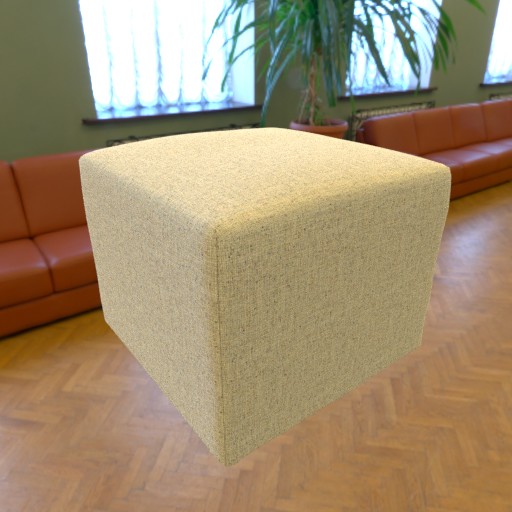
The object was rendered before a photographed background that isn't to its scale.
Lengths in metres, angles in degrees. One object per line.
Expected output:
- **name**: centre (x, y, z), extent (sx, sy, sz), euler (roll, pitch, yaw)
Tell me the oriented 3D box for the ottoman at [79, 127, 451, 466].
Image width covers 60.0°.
- **ottoman**: centre (0.000, 0.000, 0.906), extent (0.512, 0.453, 0.521), euler (-18, 31, -33)
